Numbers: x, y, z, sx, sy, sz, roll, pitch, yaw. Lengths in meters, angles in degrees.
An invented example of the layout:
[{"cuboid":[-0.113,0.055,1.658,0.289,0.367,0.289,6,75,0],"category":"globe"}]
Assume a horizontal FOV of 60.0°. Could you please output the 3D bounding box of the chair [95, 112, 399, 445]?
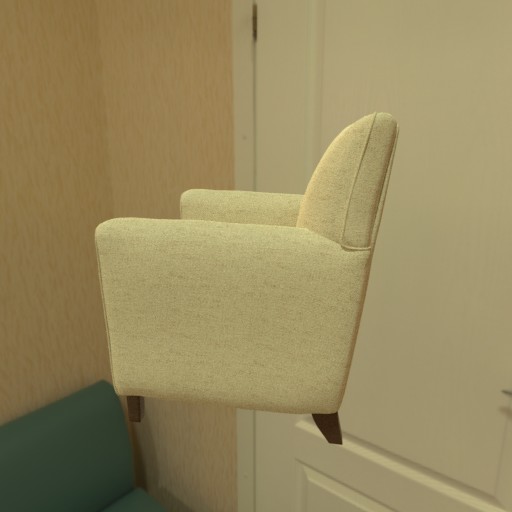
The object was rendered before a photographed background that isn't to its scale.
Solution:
[{"cuboid":[0.000,0.000,1.592,0.823,0.943,0.870,2,15,9],"category":"chair"}]
